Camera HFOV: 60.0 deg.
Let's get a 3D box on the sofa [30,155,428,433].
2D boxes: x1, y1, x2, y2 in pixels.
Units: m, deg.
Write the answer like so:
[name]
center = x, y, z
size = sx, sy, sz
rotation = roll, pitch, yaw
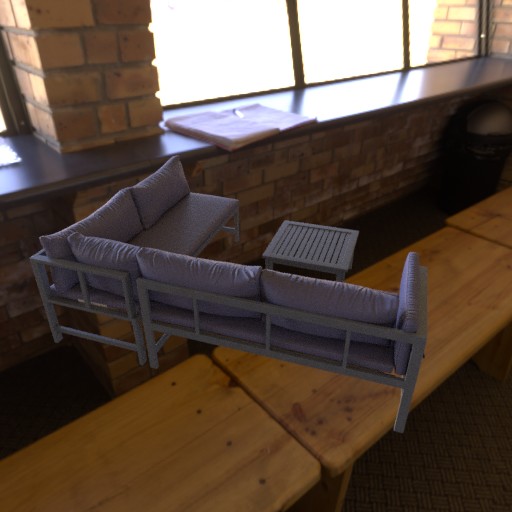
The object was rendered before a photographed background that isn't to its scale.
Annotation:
[sofa]
center = 0.000, 0.000, 3.017
size = 2.149, 0.762, 1.658
rotation = 10, 32, 16
